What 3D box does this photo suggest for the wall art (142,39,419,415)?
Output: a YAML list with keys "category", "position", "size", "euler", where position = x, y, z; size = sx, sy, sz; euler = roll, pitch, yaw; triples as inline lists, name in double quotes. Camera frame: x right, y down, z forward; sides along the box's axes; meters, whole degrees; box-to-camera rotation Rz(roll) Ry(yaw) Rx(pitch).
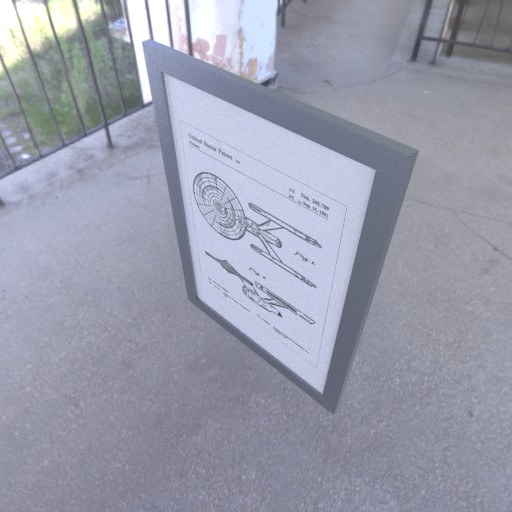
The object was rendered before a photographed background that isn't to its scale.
- category: "wall art"
  position: [0.000, 0.000, 0.666]
  size: [0.376, 0.529, 0.013]
  euler: [33, 55, 27]
